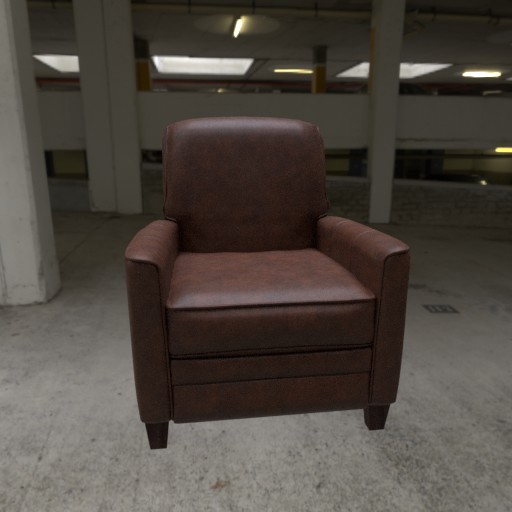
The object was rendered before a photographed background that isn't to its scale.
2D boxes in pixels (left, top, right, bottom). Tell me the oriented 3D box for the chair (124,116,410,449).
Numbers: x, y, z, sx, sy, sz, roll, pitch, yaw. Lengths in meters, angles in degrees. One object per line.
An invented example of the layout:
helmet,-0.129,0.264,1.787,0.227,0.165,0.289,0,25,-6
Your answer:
chair,0.000,0.000,1.617,0.839,1.010,0.850,-2,15,-7
